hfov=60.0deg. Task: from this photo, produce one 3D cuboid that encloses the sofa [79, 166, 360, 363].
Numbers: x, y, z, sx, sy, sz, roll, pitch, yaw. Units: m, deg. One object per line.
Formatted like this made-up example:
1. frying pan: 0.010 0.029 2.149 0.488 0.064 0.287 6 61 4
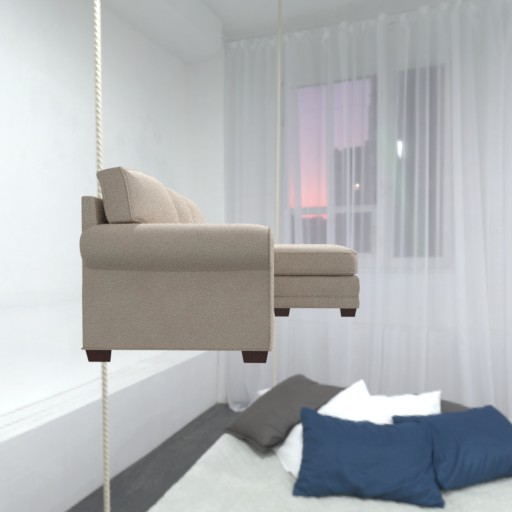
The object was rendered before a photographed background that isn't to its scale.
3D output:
1. sofa: 0.000 0.000 2.389 1.226 0.734 1.770 0 2 2
